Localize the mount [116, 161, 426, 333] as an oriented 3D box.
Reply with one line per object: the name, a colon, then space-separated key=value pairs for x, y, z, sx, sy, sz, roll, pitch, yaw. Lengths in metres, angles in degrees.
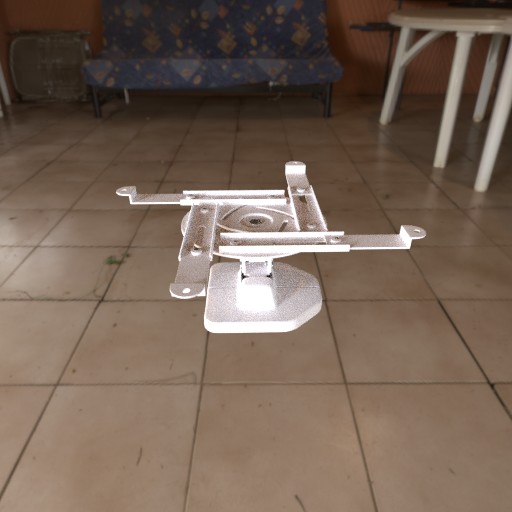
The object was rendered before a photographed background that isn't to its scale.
mount: x=0.000 y=0.000 z=0.610 sx=0.394 sy=0.141 sz=0.394 roll=-1 pitch=30 yaw=-1
